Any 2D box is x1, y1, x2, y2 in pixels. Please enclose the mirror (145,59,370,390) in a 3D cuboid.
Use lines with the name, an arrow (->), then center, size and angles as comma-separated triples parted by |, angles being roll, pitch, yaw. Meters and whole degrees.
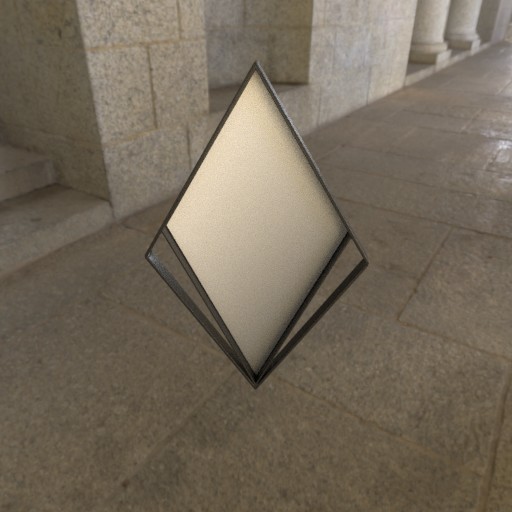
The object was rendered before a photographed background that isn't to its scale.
mirror -> 0.000, 0.000, 0.836 | 0.419, 0.679, 0.032 | 2, 30, 3
